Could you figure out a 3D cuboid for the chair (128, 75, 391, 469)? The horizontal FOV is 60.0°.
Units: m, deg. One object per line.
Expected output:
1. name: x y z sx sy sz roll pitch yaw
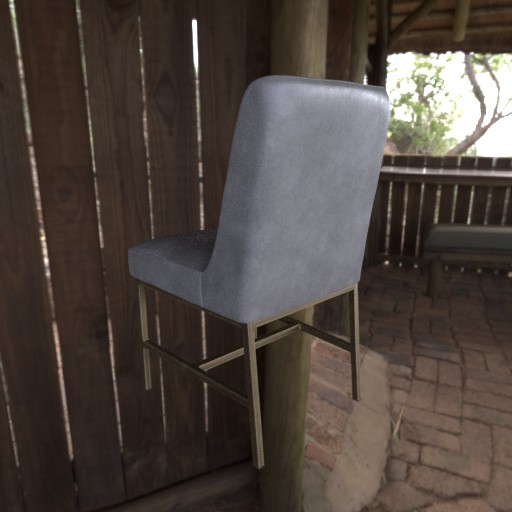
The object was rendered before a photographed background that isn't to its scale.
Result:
1. chair: 0.000 0.000 1.260 0.508 0.889 0.587 -14 20 -41
